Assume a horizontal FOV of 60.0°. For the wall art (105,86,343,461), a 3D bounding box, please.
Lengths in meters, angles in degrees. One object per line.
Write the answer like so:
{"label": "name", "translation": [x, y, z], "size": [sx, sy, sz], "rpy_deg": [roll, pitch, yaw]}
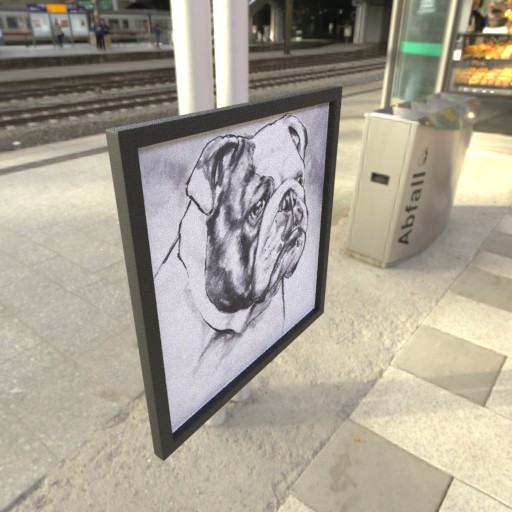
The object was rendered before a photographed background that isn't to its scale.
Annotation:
{"label": "wall art", "translation": [0.000, 0.000, 0.684], "size": [0.022, 0.453, 0.456], "rpy_deg": [19, 33, 32]}
